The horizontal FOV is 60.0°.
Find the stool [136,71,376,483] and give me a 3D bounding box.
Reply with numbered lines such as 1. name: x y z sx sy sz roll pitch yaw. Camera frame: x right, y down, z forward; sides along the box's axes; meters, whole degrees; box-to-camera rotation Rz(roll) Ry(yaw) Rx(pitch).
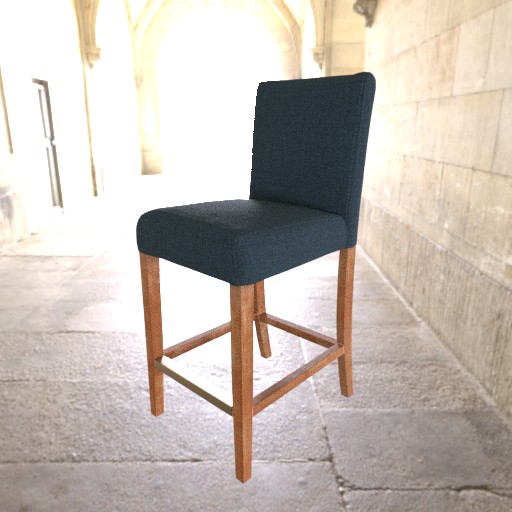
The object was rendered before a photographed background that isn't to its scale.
1. stool: 0.000 0.000 1.332 0.454 1.039 0.567 15 22 42
